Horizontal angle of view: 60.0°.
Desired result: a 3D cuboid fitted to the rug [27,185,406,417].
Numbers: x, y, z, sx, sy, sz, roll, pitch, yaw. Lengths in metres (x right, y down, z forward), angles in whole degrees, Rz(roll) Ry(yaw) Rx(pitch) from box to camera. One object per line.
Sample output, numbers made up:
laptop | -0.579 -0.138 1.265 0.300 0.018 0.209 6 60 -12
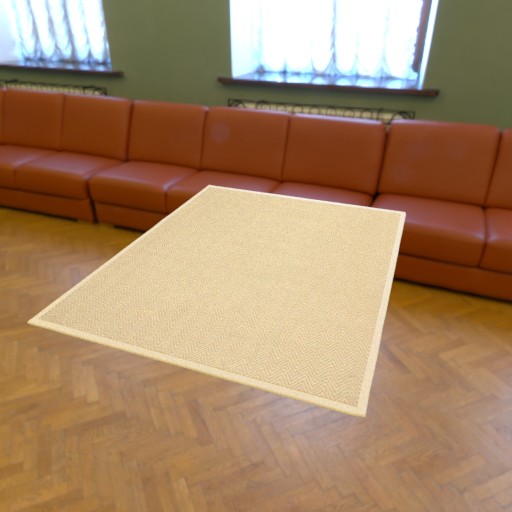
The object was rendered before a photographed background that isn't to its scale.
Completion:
rug | 0.000 0.000 4.055 2.423 0.019 3.009 11 31 18
